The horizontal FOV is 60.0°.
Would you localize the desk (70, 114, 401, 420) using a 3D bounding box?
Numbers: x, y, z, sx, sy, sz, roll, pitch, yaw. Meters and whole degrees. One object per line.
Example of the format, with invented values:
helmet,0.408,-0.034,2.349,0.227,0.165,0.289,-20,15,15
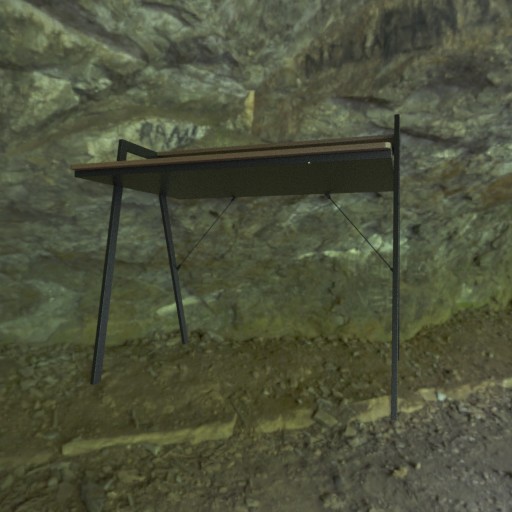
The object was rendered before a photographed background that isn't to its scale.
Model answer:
desk,0.000,0.000,1.860,1.143,0.998,0.936,0,1,18
